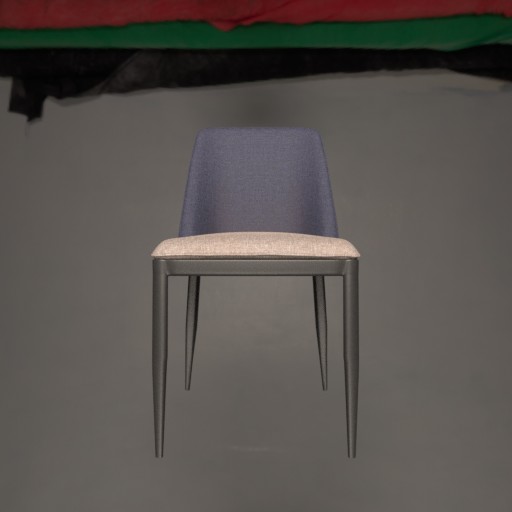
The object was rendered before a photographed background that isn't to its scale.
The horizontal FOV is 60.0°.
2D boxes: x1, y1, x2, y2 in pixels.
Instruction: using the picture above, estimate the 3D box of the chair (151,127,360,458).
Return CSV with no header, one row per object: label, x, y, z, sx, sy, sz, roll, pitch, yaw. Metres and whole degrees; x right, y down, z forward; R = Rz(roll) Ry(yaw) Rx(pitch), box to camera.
chair,0.000,0.000,1.187,0.480,0.839,0.551,0,0,0
